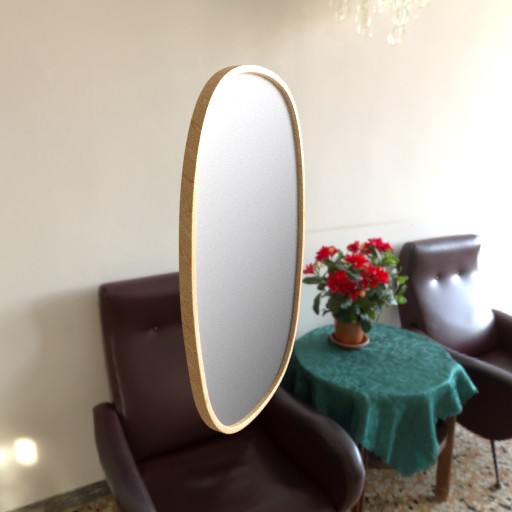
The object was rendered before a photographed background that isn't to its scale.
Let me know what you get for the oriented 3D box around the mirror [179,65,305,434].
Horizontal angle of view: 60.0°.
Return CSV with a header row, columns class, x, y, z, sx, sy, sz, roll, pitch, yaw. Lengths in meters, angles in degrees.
class,x,y,z,sx,sy,sz,roll,pitch,yaw
mirror,0.000,0.000,1.357,0.037,1.075,0.724,8,17,26
